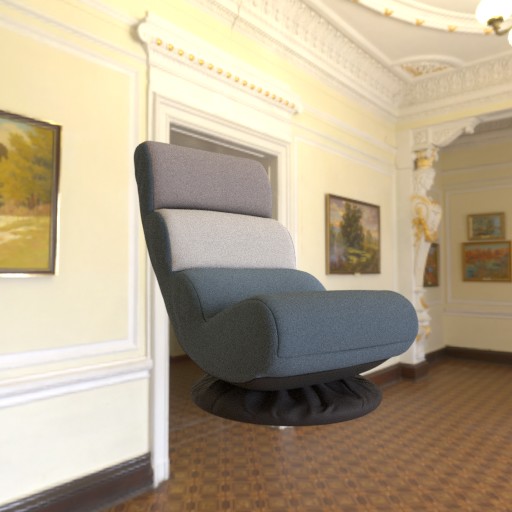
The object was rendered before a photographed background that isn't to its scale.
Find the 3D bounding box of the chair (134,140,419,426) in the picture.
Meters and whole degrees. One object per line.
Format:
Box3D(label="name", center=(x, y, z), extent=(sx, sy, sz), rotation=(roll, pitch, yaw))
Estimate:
Box3D(label="chair", center=(0.000, 0.000, 1.081), extent=(0.420, 0.641, 0.661), rotation=(2, -3, -36))
